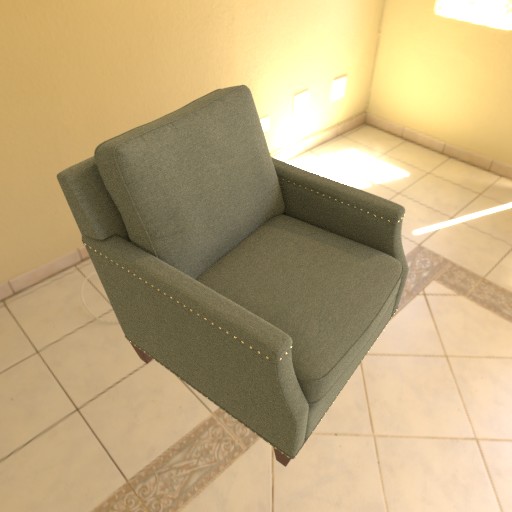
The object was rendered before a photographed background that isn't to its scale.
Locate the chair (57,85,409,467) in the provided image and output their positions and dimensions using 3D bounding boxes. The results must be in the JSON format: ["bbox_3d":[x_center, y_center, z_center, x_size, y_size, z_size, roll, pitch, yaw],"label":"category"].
[{"bbox_3d":[0.000,0.000,1.750,1.031,1.031,0.885,27,48,27],"label":"chair"}]
